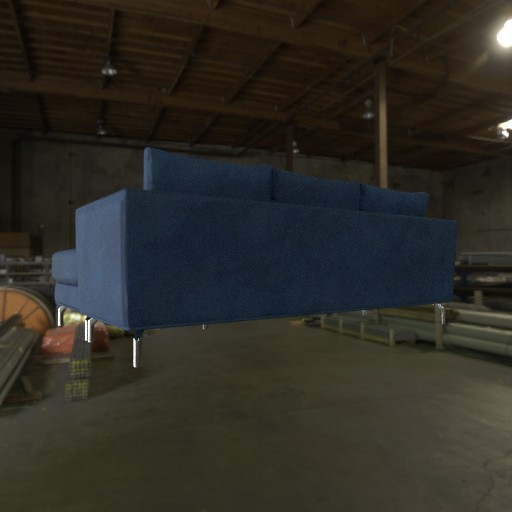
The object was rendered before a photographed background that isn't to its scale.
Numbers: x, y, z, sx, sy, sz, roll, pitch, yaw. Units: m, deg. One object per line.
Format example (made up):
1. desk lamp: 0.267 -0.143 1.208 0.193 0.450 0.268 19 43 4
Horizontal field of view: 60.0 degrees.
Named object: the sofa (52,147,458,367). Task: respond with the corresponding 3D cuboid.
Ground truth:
1. sofa: 0.000 0.000 3.150 2.438 0.987 1.622 1 -1 -35
